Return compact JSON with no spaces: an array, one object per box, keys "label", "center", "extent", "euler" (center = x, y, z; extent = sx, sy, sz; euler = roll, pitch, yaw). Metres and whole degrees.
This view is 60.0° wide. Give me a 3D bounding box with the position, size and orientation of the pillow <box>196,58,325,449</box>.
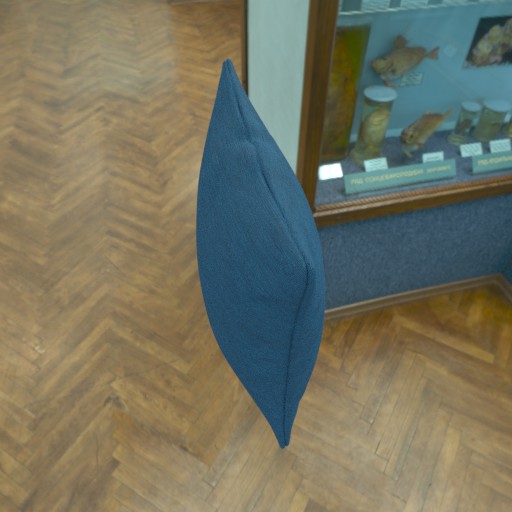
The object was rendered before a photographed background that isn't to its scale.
[{"label":"pillow","center":[0.000,0.000,0.672],"extent":[0.177,0.420,0.437],"euler":[-9,47,-8]}]
